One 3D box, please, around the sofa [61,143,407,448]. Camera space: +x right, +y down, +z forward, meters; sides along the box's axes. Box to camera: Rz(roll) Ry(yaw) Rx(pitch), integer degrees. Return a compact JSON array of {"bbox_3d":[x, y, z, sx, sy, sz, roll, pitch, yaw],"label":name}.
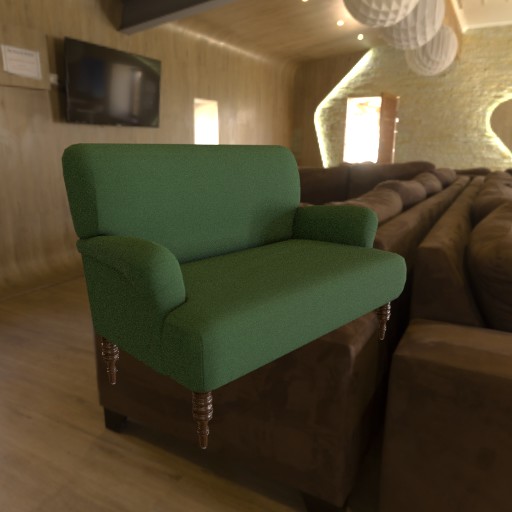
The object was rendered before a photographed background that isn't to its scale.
[{"bbox_3d":[0.000,0.000,1.805,0.779,0.889,1.297,13,18,42],"label":"sofa"}]
